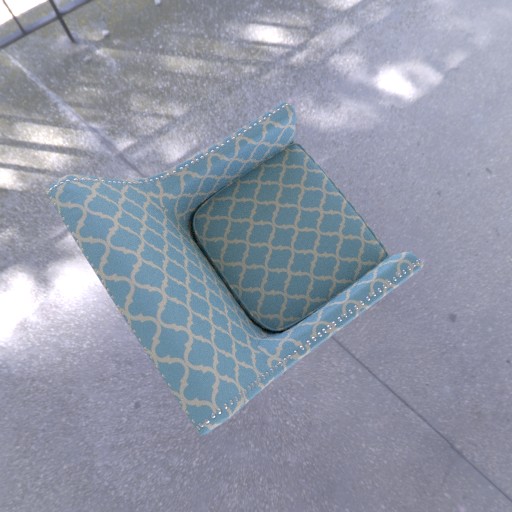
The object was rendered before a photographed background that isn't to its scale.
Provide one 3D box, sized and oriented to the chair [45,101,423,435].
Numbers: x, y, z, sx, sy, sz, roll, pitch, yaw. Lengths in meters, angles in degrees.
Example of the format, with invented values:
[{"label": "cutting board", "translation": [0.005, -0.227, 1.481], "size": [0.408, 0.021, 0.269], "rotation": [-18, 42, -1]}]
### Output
[{"label": "chair", "translation": [0.000, 0.000, 1.303], "size": [0.686, 0.817, 0.617], "rotation": [-35, 78, -8]}]
